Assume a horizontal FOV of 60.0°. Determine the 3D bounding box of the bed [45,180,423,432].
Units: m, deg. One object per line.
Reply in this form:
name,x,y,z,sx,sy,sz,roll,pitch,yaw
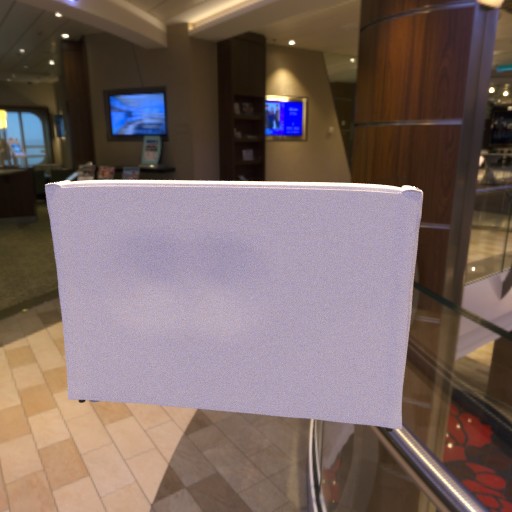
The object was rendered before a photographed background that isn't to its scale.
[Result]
bed,0.000,0.000,3.408,1.925,1.332,2.276,2,15,8
